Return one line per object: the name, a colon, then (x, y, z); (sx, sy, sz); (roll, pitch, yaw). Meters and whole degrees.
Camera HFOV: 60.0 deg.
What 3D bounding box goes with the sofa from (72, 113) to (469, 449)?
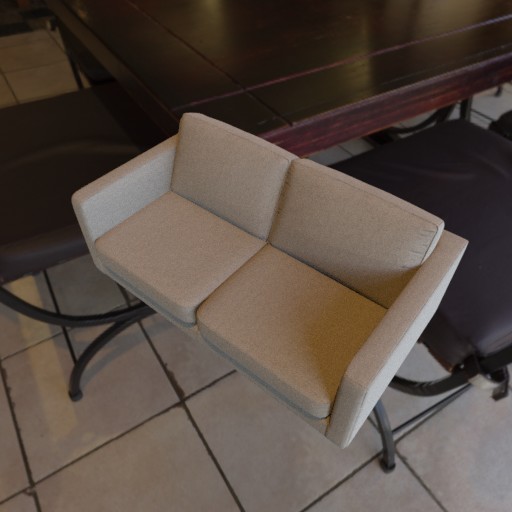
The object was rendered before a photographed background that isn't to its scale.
sofa: (0.000, 0.000, 2.338); (1.731, 0.900, 1.000); (30, 53, 26)
